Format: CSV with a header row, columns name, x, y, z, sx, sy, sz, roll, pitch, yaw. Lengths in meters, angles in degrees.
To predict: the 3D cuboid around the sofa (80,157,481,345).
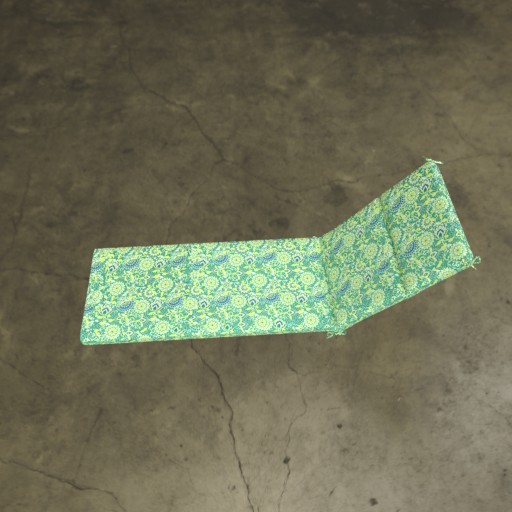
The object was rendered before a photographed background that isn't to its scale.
name,x,y,z,sx,sy,sz,roll,pitch,yaw
sofa,0.000,0.000,1.992,1.663,0.622,0.582,-3,57,-2
